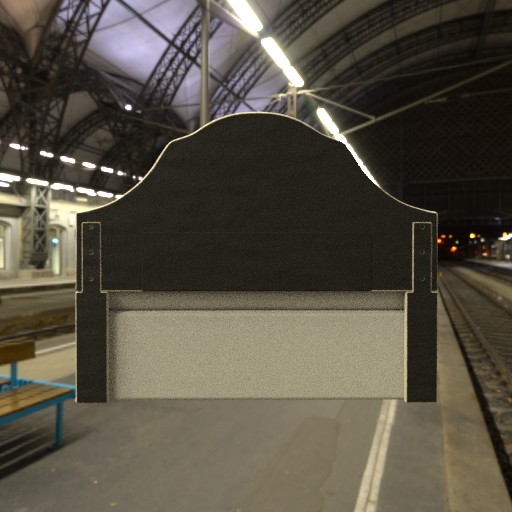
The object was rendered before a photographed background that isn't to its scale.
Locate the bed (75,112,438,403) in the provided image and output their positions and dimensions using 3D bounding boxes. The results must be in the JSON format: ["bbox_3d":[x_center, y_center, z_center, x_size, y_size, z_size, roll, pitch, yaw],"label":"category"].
[{"bbox_3d":[0.000,0.000,3.398,2.012,1.555,2.086,0,1,0],"label":"bed"}]
